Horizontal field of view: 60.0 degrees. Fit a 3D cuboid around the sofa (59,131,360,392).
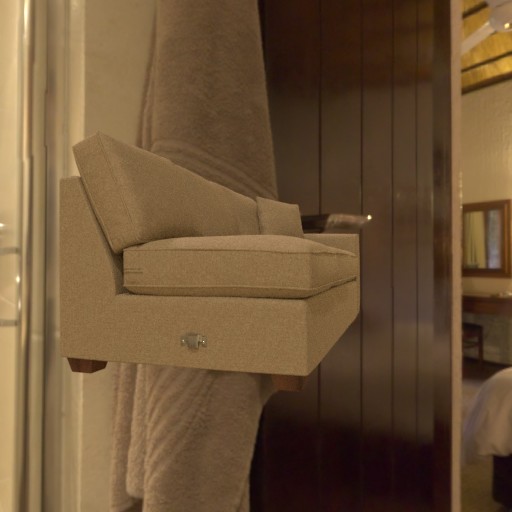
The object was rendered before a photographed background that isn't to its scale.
[{"bbox_3d":[0.000,0.000,2.503,1.034,0.946,1.963,0,-1,18],"label":"sofa"}]
